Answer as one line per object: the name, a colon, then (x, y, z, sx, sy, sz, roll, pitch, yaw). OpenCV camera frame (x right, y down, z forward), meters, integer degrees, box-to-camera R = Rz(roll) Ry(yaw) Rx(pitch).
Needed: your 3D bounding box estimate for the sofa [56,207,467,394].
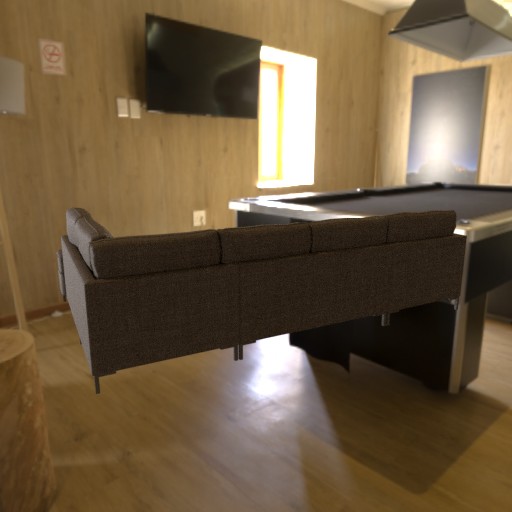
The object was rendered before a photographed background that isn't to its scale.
sofa: (0.000, 0.000, 4.290, 3.423, 0.999, 2.048, -7, 15, -27)
